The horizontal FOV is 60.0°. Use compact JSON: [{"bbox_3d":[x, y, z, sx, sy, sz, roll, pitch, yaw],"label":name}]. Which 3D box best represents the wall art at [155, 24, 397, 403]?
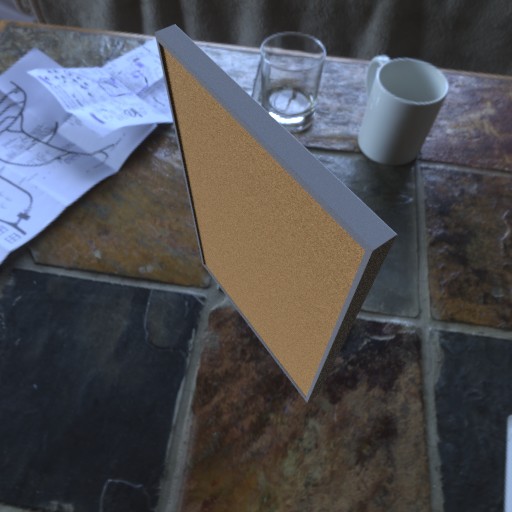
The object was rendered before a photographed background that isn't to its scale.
[{"bbox_3d":[0.000,0.000,0.939,0.039,0.753,0.511,-32,64,-17],"label":"wall art"}]
